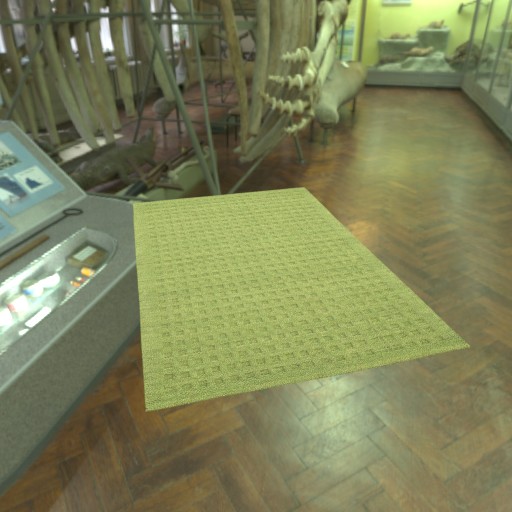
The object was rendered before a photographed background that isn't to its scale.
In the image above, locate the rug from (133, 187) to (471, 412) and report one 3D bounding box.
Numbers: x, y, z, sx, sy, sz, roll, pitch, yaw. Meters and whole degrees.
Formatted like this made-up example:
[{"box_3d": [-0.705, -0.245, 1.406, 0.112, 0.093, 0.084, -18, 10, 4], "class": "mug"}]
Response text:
[{"box_3d": [0.000, 0.000, 2.919, 1.529, 0.007, 2.297, -7, 30, -13], "class": "rug"}]
